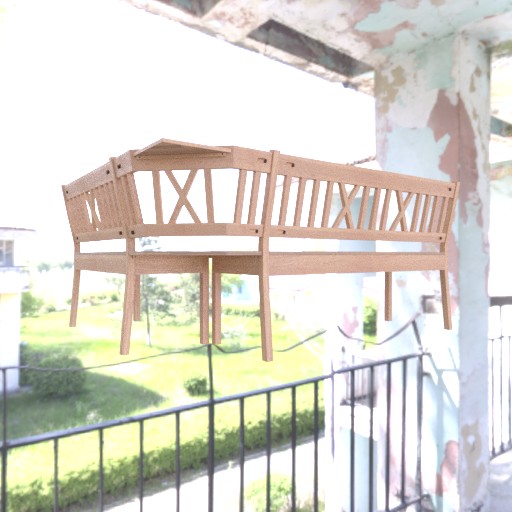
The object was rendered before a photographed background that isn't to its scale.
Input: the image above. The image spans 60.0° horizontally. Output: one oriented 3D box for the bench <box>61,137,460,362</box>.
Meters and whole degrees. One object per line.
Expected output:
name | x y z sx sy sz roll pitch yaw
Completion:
bench | 0.000 0.000 2.740 1.937 0.902 1.537 0 0 -36
